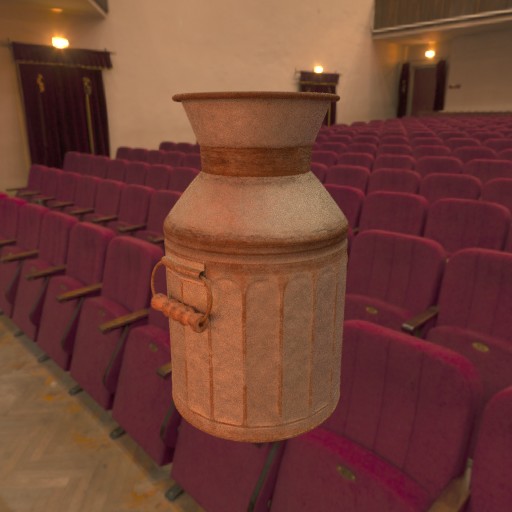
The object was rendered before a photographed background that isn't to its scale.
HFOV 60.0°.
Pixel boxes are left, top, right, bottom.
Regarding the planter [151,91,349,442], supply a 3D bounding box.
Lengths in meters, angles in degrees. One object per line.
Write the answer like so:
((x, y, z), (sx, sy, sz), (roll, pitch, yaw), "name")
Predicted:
((0.000, 0.000, 0.526), (0.248, 0.358, 0.215), (-16, 23, -41), "planter")
